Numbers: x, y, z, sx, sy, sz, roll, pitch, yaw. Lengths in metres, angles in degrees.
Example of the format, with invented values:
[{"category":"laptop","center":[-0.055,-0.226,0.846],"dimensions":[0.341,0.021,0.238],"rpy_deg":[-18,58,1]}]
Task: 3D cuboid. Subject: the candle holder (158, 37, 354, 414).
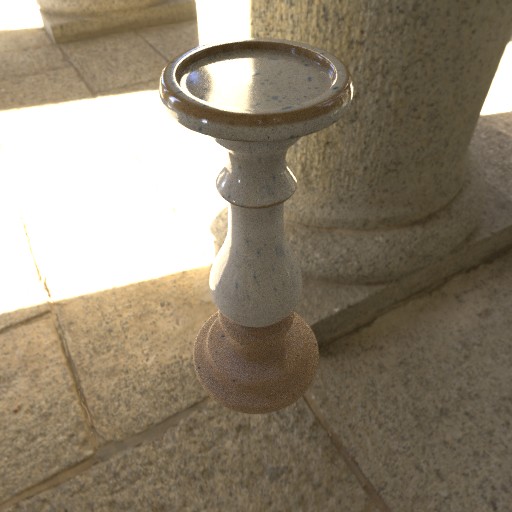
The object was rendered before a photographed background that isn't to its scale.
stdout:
[{"category":"candle holder","center":[0.000,0.000,0.243],"dimensions":[0.088,0.203,0.088],"rpy_deg":[0,45,0]}]
